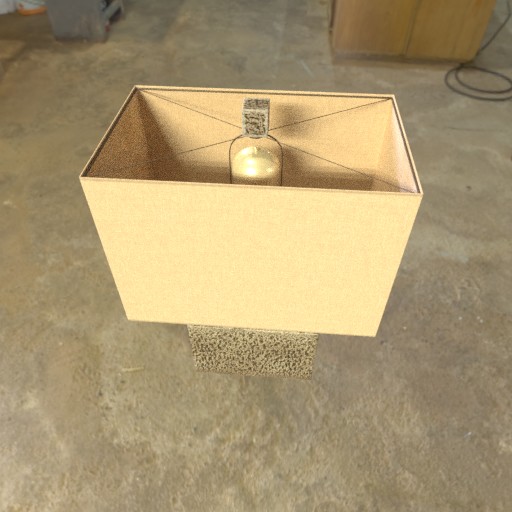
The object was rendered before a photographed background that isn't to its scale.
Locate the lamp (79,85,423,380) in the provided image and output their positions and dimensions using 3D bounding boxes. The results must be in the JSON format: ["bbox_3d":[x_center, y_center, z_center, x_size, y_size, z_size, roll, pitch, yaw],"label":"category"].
[{"bbox_3d":[0.000,0.000,0.565,0.294,0.411,0.180,3,46,3],"label":"lamp"}]
